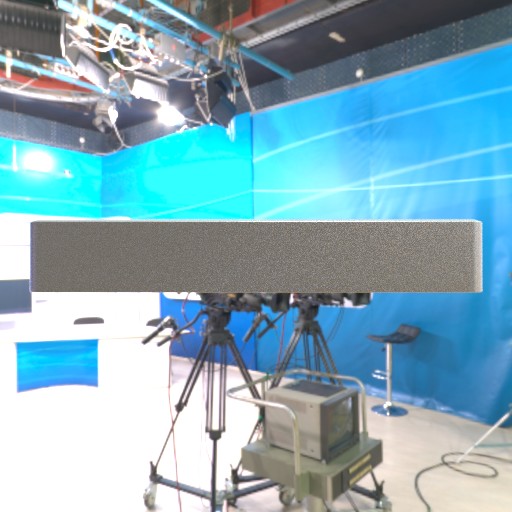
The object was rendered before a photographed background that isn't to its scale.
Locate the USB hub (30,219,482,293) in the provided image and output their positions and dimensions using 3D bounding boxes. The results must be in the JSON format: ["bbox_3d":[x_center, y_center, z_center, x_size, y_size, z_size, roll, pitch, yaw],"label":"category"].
[{"bbox_3d":[0.000,0.000,0.160,0.145,0.023,0.044,0,0,0],"label":"USB hub"}]
